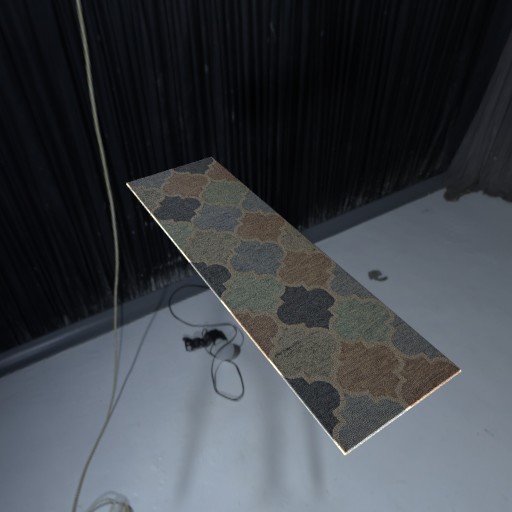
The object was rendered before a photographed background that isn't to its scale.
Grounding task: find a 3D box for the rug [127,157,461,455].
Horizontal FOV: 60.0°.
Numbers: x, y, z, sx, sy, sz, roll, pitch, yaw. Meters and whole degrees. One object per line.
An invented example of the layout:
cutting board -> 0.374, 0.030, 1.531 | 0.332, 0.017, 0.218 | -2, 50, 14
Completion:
rug -> 0.000, 0.000, 2.545 | 0.687, 0.011, 2.287 | -23, 47, -24
